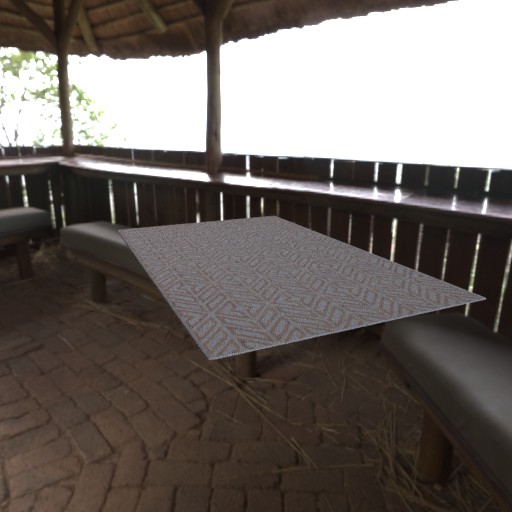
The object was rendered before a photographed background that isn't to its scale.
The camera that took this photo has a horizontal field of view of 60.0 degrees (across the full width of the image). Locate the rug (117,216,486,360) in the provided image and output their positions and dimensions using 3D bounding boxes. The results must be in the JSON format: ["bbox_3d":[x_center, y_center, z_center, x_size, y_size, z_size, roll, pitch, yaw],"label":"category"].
[{"bbox_3d":[0.000,0.000,3.056,1.523,0.008,2.438,-7,18,-24],"label":"rug"}]
